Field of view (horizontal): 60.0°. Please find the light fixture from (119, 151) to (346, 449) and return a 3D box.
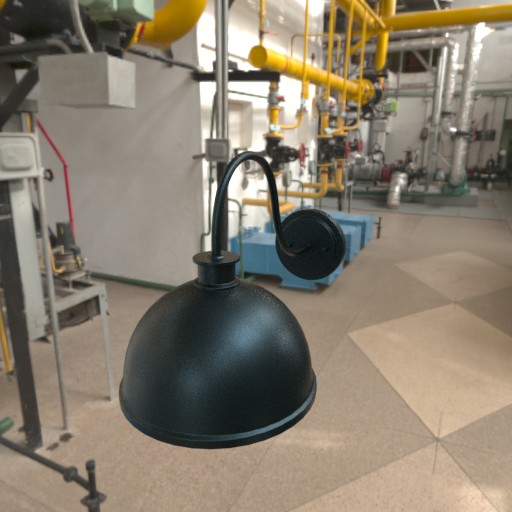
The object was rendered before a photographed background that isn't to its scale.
[{"bbox_3d":[0.000,0.000,0.635,0.253,0.295,0.467,8,17,26],"label":"light fixture"}]
